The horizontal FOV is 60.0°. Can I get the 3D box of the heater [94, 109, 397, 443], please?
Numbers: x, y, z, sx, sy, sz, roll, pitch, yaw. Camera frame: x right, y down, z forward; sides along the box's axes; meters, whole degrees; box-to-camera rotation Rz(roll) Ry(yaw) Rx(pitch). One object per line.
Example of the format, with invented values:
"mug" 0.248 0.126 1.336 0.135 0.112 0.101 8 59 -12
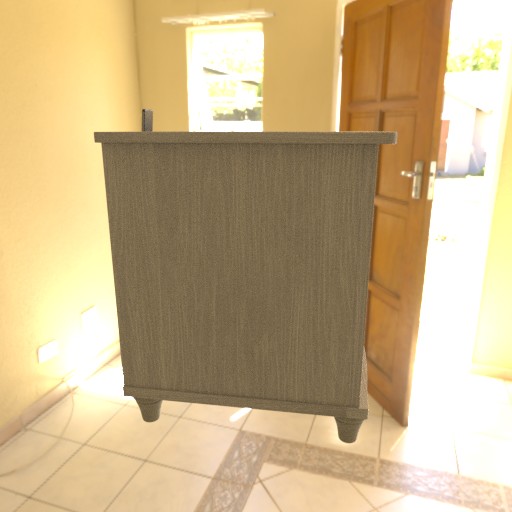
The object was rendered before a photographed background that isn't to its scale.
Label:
"heater" 0.000 0.000 0.760 0.400 0.481 0.362 2 16 9
